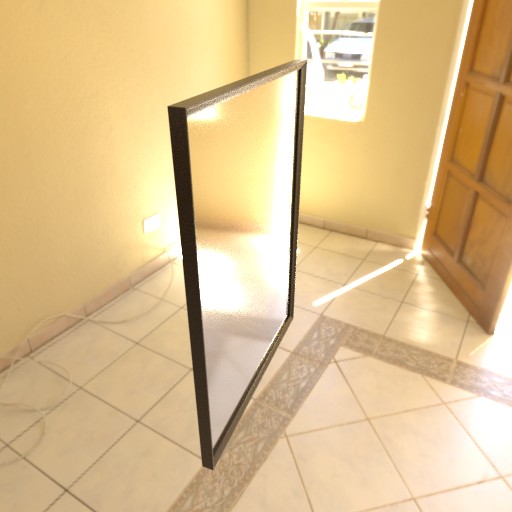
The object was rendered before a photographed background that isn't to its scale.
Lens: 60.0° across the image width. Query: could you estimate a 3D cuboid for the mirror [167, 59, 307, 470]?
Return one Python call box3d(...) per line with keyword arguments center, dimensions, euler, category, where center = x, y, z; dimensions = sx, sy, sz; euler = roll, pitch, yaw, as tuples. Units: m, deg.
box3d(center=(0.000, 0.000, 1.339), dimensions=(0.041, 1.016, 0.762), euler=(11, 32, 19), category="mirror")
